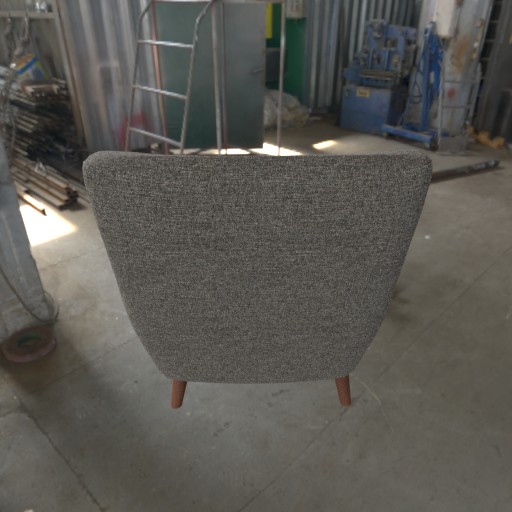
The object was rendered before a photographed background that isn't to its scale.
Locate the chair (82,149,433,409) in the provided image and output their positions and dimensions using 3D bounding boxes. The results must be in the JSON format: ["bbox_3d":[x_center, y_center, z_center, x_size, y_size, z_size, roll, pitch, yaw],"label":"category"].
[{"bbox_3d":[0.000,0.000,1.683,0.889,1.039,0.940,0,30,-1],"label":"chair"}]
